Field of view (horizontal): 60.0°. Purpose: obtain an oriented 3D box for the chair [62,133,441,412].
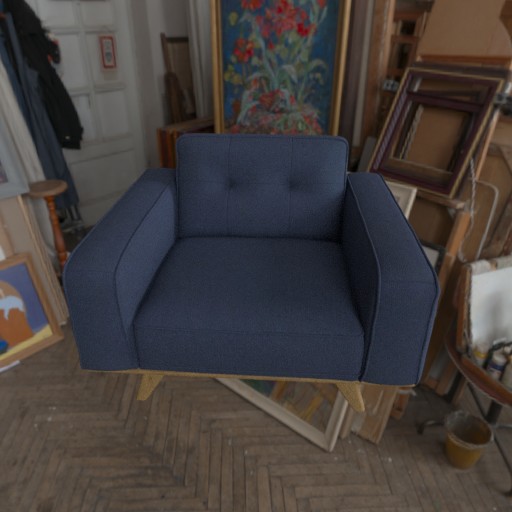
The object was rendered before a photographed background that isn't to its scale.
[{"bbox_3d":[0.000,0.000,1.738,1.118,0.783,0.953,2,29,3],"label":"chair"}]
